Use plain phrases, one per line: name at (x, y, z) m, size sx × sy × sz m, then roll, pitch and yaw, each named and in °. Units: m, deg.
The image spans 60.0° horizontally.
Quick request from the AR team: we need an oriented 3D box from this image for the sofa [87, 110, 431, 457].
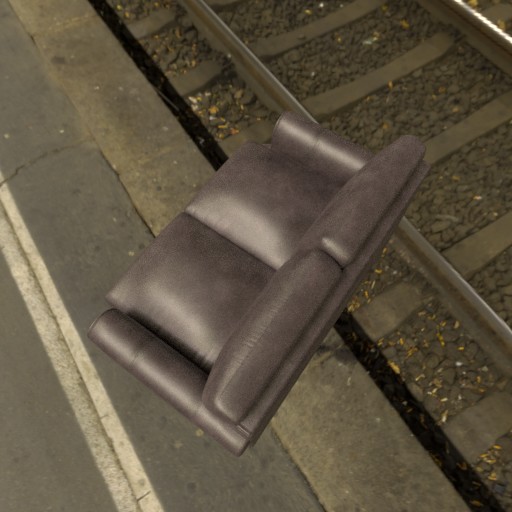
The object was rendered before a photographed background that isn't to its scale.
sofa at (0.000, 0.000, 2.317) m, size 1.030 × 0.979 × 1.663 m, roll 33°, pitch 68°, yaw 15°
